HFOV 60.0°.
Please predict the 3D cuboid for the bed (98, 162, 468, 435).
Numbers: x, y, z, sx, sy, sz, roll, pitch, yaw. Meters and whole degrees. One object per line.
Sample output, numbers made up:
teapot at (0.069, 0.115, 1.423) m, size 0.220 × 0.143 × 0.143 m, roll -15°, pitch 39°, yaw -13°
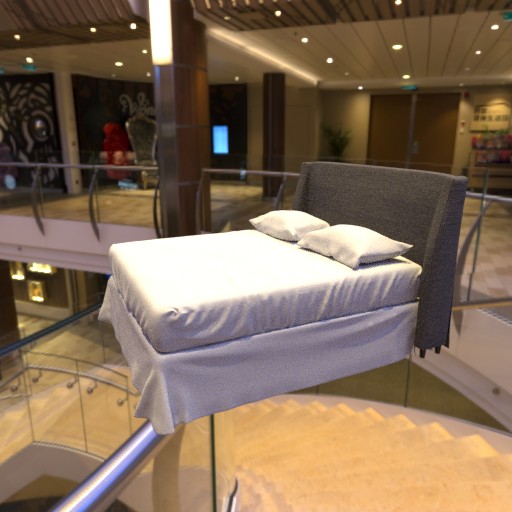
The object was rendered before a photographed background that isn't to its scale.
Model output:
bed at (0.000, 0.000, 3.479) m, size 2.276 × 1.332 × 1.925 m, roll -7°, pitch 17°, yaw -25°
